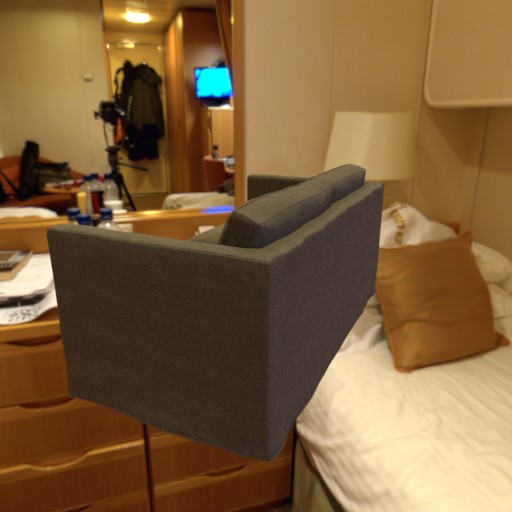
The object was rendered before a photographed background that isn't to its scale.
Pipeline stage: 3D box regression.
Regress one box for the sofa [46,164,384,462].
[{"bbox_3d":[0.000,0.000,2.318,0.974,0.854,1.802,8,20,25],"label":"sofa"}]
